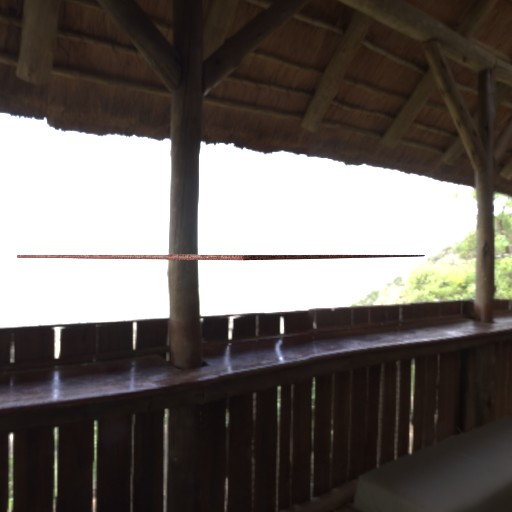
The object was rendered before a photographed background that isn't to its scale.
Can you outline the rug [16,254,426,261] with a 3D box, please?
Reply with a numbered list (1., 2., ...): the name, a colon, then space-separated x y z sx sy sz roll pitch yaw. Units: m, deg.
1. rug: 0.000 0.000 2.285 1.219 0.016 1.829 0 0 35
